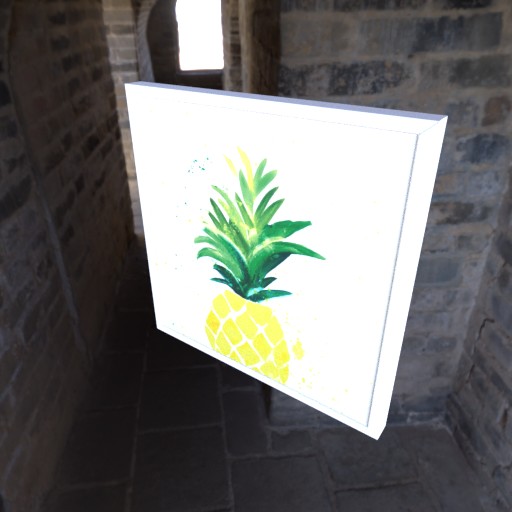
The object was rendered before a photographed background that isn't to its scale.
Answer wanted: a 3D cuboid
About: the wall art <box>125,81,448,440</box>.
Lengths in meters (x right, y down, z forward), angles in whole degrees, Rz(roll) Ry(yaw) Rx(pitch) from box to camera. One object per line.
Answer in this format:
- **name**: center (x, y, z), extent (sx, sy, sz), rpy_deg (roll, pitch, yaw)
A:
- **wall art**: center (0.000, 0.000, 0.741), extent (0.508, 0.507, 0.035), rpy_deg (19, 34, 30)
